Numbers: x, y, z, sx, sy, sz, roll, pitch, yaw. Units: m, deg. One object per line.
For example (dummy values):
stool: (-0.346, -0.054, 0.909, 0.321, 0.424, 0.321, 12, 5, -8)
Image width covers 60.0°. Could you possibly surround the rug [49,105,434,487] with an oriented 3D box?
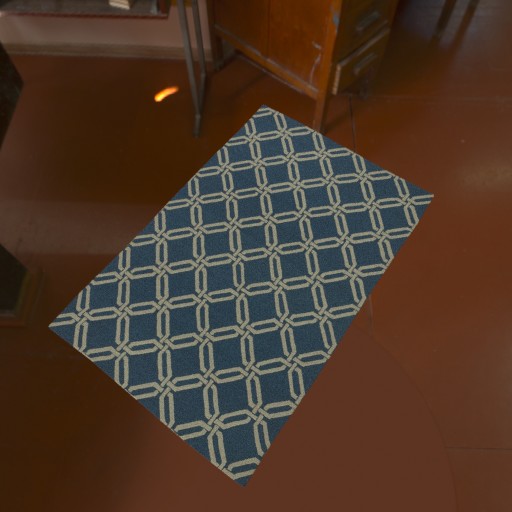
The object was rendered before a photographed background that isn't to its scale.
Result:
rug: (0.000, 0.000, 2.243, 1.153, 0.010, 1.755, 33, 68, 15)
